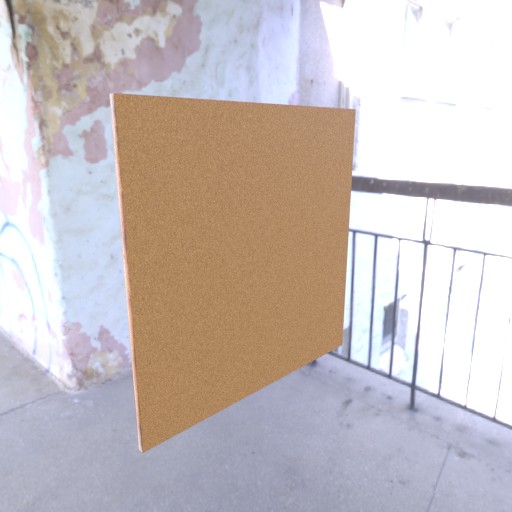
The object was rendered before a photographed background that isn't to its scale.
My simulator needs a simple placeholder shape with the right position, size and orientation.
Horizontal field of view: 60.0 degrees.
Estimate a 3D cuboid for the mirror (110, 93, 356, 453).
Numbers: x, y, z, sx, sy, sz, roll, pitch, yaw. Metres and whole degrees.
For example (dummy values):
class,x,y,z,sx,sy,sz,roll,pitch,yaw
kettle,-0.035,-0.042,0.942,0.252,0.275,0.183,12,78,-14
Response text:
class,x,y,z,sx,sy,sz,roll,pitch,yaw
mirror,0.000,0.000,1.235,0.804,0.804,0.061,-14,21,-42
